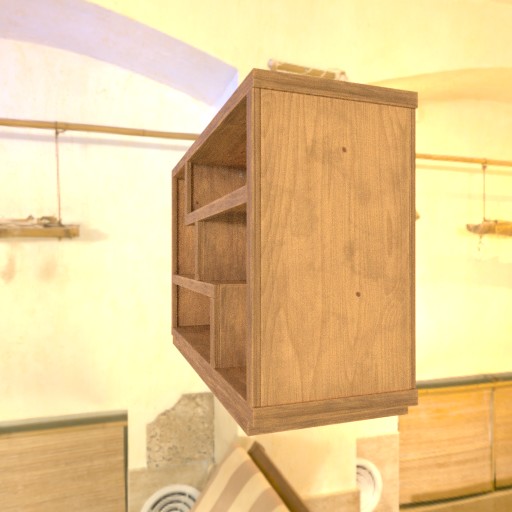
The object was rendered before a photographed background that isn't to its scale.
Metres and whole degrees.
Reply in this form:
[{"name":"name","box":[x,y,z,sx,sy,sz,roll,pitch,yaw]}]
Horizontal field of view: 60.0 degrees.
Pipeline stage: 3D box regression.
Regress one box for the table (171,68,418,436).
[{"name":"table","box":[0.000,0.000,1.520,0.410,0.771,1.151,0,0,-19]}]
